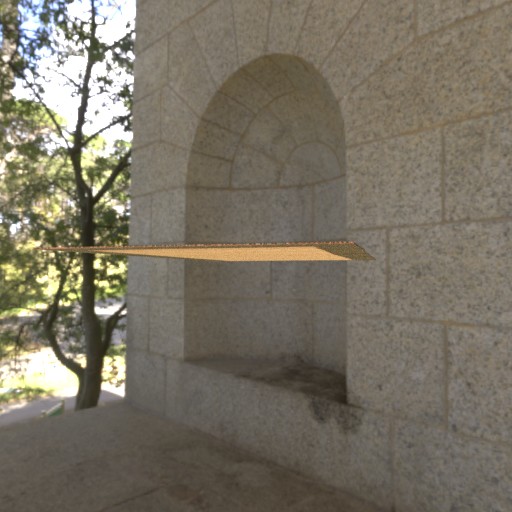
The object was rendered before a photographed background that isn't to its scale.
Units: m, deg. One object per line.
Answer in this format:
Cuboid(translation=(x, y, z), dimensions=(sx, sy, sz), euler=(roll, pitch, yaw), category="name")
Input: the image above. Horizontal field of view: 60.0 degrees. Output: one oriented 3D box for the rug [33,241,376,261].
Cuboid(translation=(0.000, 0.000, 3.008), dimensions=(1.521, 0.006, 2.435), euler=(-1, -2, 17), category="rug")
